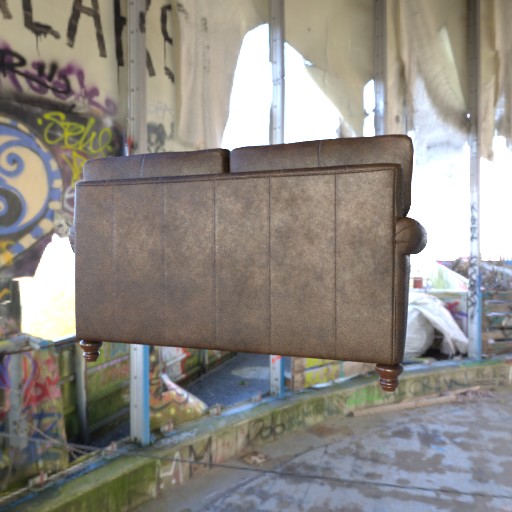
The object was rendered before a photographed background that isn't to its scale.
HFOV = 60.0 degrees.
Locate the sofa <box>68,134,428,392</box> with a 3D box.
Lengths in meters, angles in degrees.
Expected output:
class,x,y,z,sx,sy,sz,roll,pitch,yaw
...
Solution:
class,x,y,z,sx,sy,sz,roll,pitch,yaw
sofa,0.000,0.000,2.250,1.616,0.976,0.990,0,1,19
